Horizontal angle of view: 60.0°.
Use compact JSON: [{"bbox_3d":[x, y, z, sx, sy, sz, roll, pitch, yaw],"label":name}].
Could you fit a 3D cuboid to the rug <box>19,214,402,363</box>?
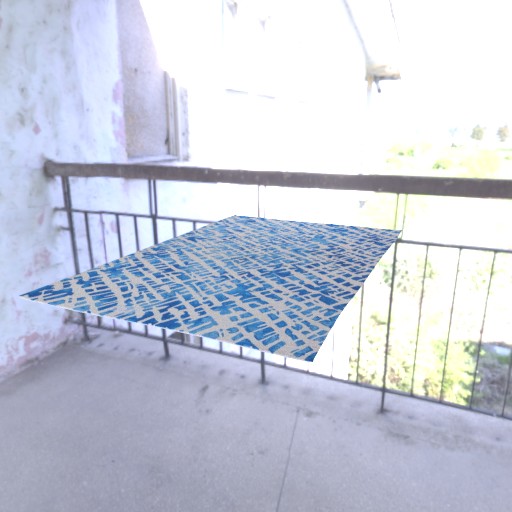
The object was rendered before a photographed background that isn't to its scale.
[{"bbox_3d":[0.000,0.000,2.288,1.209,0.011,1.830,8,18,24],"label":"rug"}]
